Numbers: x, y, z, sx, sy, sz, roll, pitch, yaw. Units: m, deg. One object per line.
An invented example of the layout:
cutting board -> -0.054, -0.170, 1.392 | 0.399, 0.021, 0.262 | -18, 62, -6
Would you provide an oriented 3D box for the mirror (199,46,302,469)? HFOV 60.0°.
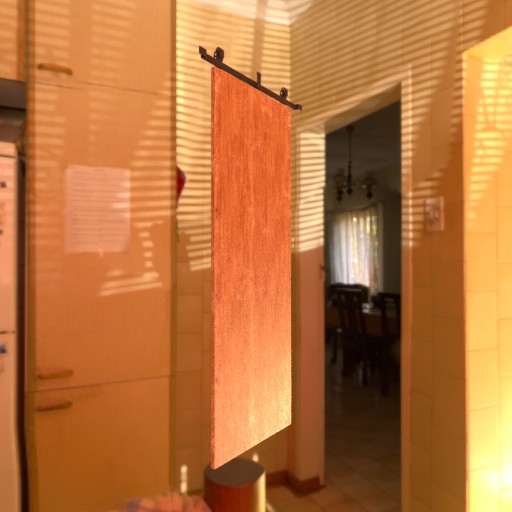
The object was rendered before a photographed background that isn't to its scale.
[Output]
mirror -> 0.000, 0.000, 2.129 | 0.042, 1.793, 0.847 | 0, -1, 35
